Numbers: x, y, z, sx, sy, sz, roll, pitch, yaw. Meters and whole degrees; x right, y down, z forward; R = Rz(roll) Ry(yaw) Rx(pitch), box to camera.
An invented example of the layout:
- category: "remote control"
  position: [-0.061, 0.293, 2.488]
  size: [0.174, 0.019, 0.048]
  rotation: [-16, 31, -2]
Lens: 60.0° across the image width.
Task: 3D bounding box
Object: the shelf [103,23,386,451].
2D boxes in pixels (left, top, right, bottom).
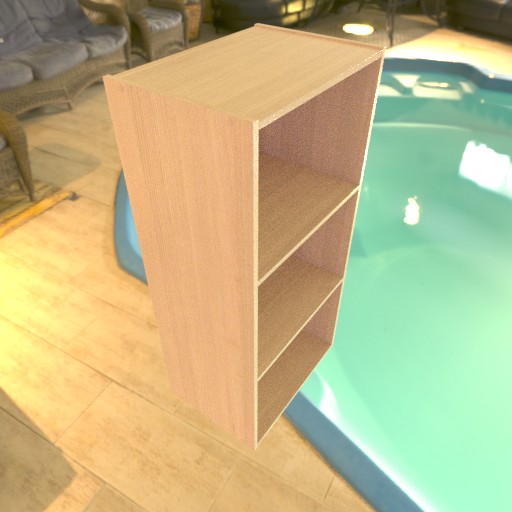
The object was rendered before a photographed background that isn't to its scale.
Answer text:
- category: "shelf"
  position: [0.000, 0.000, 1.039]
  size: [0.292, 0.876, 0.417]
  rotation: [25, 46, 27]
